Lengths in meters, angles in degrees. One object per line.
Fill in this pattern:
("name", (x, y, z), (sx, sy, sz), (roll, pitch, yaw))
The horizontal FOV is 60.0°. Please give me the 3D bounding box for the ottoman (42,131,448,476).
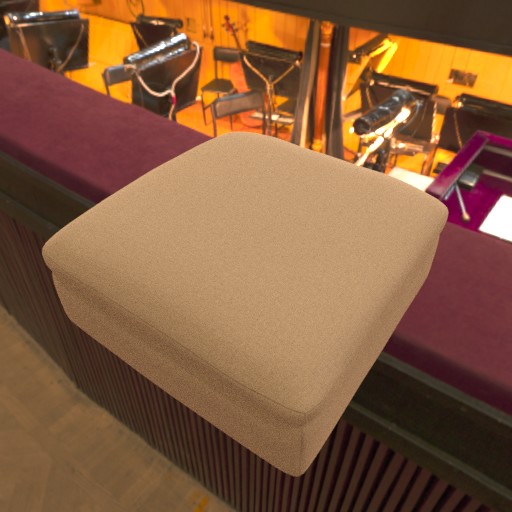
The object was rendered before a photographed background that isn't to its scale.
("ottoman", (0.000, 0.000, 1.501), (0.977, 0.467, 0.996), (25, 47, 26))
